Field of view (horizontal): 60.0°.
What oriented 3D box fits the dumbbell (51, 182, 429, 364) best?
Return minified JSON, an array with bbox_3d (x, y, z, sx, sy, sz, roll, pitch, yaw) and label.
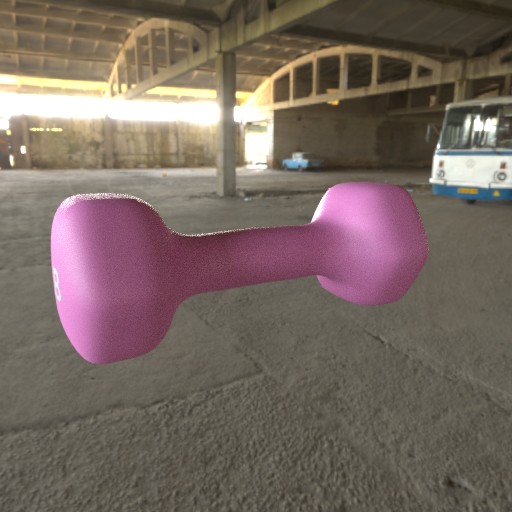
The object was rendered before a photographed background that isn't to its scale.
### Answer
[{"bbox_3d":[0.000,0.000,0.190,0.159,0.058,0.064,-7,15,-27],"label":"dumbbell"}]
